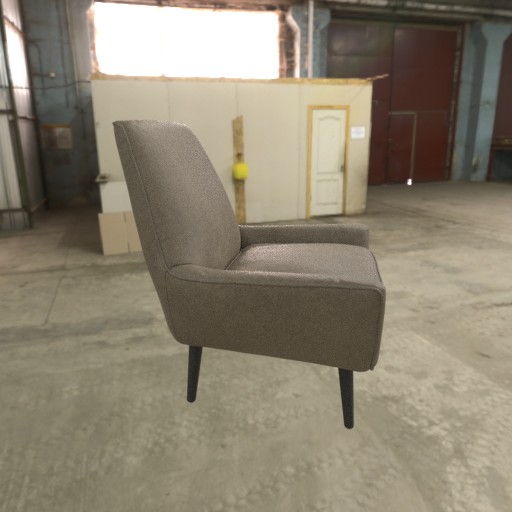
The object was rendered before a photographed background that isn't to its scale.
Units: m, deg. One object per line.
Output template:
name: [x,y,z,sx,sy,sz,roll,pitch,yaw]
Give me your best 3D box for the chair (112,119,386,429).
chair: [0.000,0.000,1.512,0.824,0.888,0.787,3,16,10]
